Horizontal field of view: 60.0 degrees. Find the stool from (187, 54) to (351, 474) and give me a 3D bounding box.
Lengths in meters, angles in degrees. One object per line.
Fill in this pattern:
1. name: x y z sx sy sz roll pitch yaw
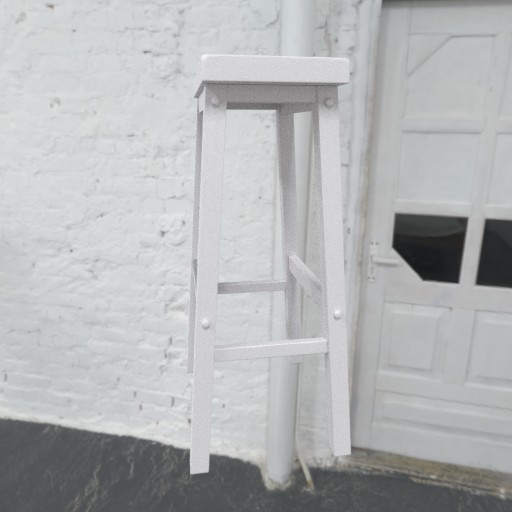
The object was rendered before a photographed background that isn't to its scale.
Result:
1. stool: 0.000 0.000 0.962 0.322 0.742 0.406 -3 16 -9
